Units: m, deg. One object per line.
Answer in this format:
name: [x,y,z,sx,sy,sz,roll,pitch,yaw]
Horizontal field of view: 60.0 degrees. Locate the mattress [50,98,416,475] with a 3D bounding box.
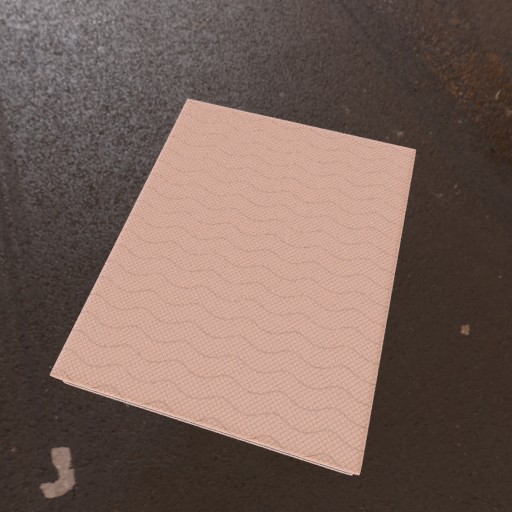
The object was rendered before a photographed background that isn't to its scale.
mattress: [0.000,0.000,2.669,1.600,0.230,2.000,15,64,7]
